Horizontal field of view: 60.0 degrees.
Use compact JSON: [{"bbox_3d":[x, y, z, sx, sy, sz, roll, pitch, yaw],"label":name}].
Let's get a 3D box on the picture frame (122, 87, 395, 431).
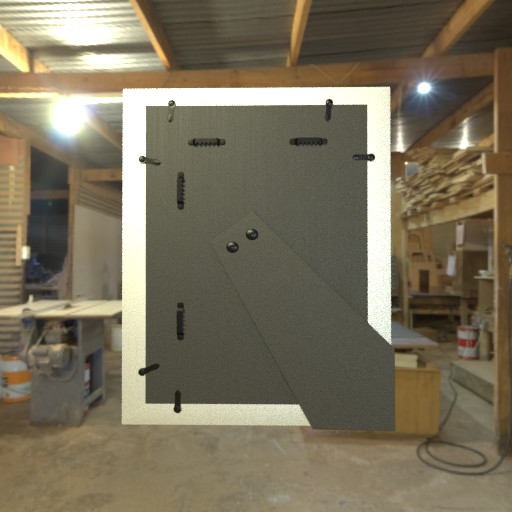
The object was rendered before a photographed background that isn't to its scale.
[{"bbox_3d":[0.000,0.000,0.511,0.307,0.386,0.036,0,-1,1],"label":"picture frame"}]
